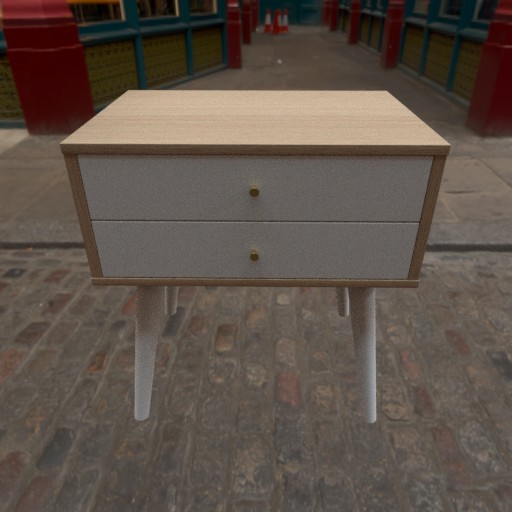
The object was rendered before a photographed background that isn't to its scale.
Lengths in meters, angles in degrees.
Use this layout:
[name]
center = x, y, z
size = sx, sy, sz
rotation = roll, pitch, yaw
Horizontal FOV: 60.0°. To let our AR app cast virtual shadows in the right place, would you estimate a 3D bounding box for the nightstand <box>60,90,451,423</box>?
[nightstand]
center = 0.000, 0.000, 0.965
size = 0.571, 0.610, 0.407
rotation = 0, 31, 1
